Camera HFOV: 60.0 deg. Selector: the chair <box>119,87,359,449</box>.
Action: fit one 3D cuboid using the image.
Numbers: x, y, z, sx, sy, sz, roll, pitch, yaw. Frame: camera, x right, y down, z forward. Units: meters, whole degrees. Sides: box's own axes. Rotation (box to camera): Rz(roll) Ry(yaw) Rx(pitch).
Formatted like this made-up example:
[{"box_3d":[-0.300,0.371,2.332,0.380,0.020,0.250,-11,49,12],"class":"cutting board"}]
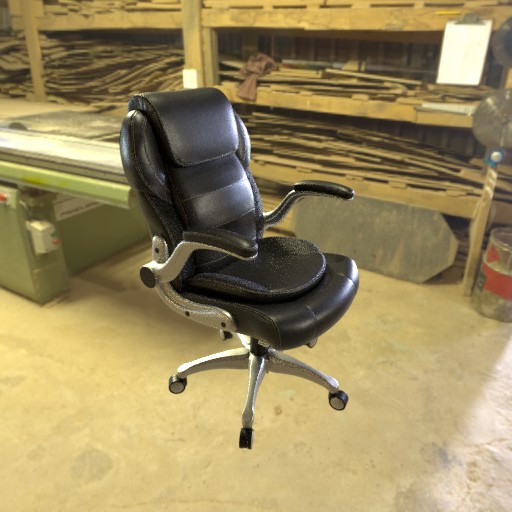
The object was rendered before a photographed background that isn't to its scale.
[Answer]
[{"box_3d":[0.000,0.000,1.659,0.801,1.141,0.724,17,30,32],"class":"chair"}]
